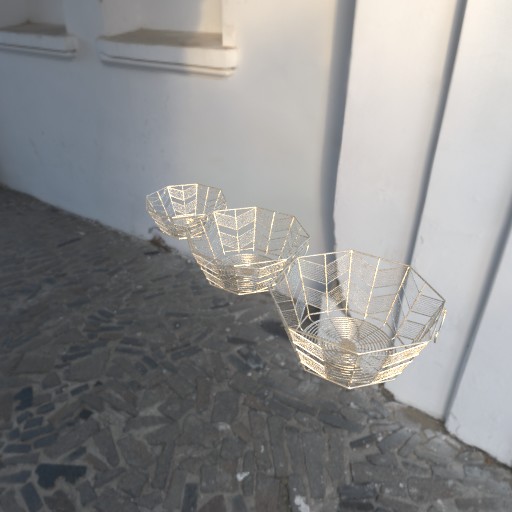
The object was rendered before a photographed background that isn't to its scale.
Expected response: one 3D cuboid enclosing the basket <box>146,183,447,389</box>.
[{"bbox_3d":[0.000,0.000,1.413,0.432,0.178,1.246,-21,36,-31],"label":"basket"}]
